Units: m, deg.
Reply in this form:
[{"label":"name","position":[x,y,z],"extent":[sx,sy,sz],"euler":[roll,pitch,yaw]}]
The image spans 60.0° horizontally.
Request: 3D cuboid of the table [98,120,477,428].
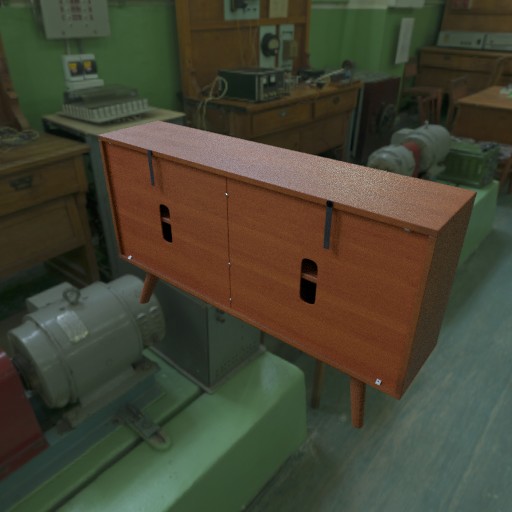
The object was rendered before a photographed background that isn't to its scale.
[{"label":"table","position":[0.000,0.000,1.534],"extent":[1.220,0.698,0.308],"euler":[22,37,33]}]
